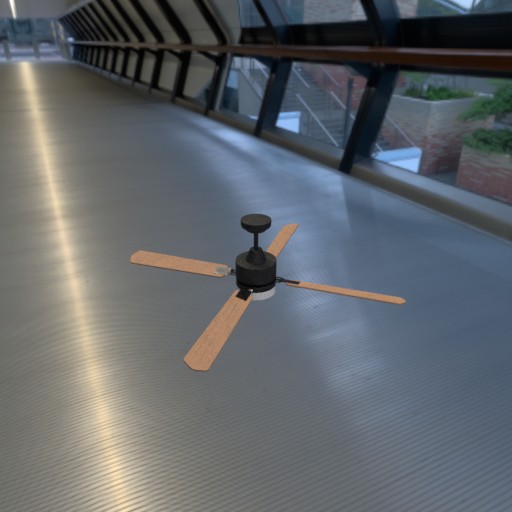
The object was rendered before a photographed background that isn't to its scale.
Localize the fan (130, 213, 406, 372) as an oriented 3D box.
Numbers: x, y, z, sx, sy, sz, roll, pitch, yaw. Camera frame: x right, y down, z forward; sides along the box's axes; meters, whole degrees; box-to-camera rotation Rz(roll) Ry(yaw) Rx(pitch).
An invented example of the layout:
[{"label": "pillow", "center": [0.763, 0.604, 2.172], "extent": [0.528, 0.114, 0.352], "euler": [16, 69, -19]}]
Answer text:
[{"label": "fan", "center": [0.000, 0.000, 1.992], "extent": [1.320, 0.355, 1.320], "euler": [9, 28, 17]}]
